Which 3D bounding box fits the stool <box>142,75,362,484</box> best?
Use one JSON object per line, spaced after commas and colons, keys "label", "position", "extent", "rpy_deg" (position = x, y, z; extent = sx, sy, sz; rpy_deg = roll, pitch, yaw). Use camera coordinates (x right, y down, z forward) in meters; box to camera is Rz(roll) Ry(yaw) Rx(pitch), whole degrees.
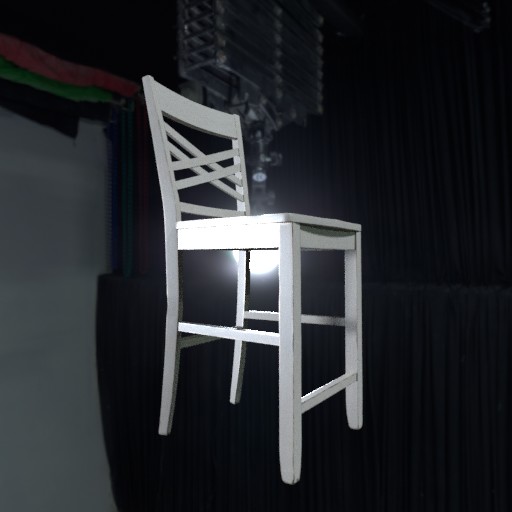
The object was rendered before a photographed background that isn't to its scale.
{"label": "stool", "position": [0.000, 0.000, 1.371], "extent": [0.539, 1.079, 0.462], "rpy_deg": [0, 0, 34]}
